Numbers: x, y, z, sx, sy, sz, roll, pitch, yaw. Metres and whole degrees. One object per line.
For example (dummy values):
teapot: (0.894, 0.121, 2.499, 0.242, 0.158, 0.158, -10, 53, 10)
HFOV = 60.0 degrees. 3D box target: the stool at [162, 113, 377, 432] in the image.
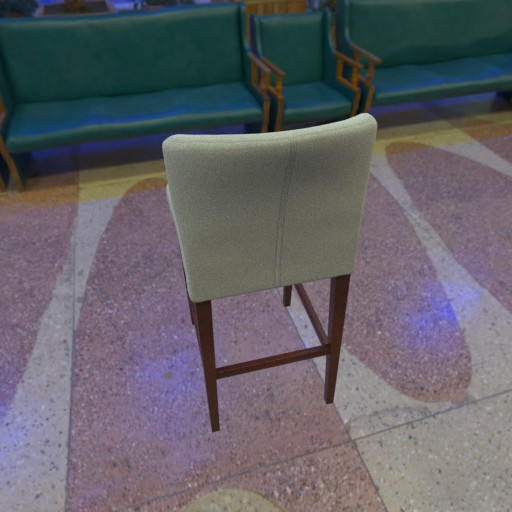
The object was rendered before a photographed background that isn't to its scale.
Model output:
stool: (0.000, 0.000, 1.386, 0.479, 1.069, 0.568, -10, 42, -11)
